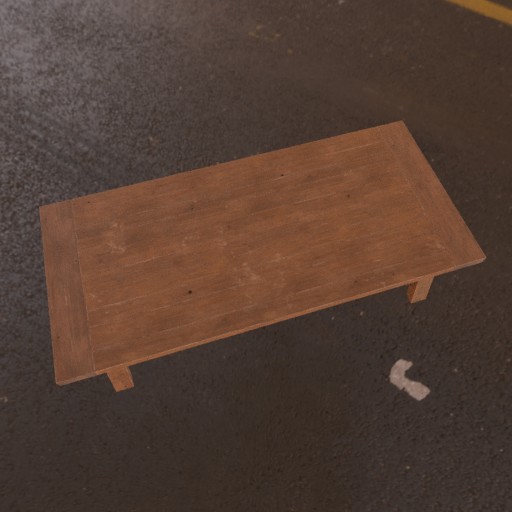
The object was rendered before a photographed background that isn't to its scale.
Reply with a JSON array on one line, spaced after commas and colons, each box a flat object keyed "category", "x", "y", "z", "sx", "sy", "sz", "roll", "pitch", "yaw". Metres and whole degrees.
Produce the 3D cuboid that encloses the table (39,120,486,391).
[{"category": "table", "x": 0.000, "y": 0.000, "z": 2.151, "sx": 1.800, "sy": 0.465, "sz": 0.820, "roll": -15, "pitch": 63, "yaw": -8}]
